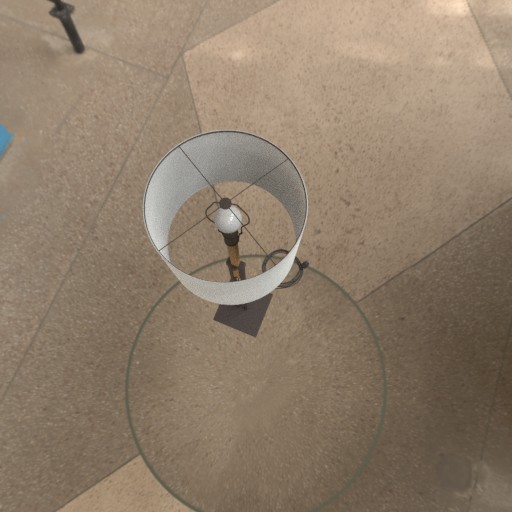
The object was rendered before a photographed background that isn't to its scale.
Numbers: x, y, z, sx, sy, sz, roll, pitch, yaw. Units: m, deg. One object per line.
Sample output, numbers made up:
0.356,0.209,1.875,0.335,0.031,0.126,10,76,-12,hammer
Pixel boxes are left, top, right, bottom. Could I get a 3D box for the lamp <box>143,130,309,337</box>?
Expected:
0.000,0.000,1.907,0.474,1.650,0.639,21,75,6,lamp
